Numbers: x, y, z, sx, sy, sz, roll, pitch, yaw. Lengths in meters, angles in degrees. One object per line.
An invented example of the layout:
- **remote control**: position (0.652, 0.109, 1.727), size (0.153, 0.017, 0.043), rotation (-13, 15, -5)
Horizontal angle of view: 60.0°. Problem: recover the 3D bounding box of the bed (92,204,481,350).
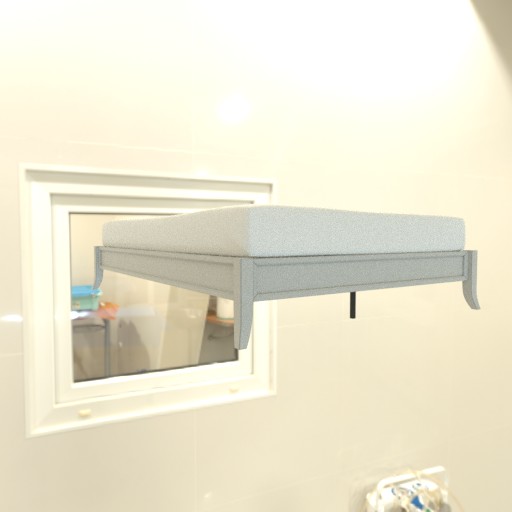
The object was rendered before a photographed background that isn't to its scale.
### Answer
- **bed**: position (0.000, 0.000, 2.692), size (1.460, 0.510, 1.985), rotation (-2, 3, -34)
